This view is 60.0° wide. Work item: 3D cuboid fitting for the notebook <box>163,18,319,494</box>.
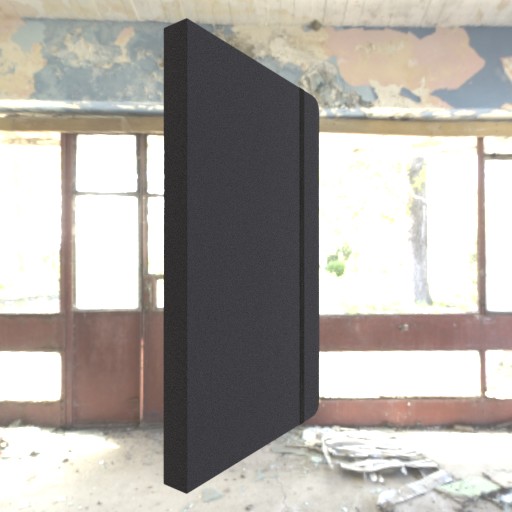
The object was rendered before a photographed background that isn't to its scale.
[{"bbox_3d":[0.000,0.000,0.253,0.016,0.213,0.127,0,0,36],"label":"notebook"}]
